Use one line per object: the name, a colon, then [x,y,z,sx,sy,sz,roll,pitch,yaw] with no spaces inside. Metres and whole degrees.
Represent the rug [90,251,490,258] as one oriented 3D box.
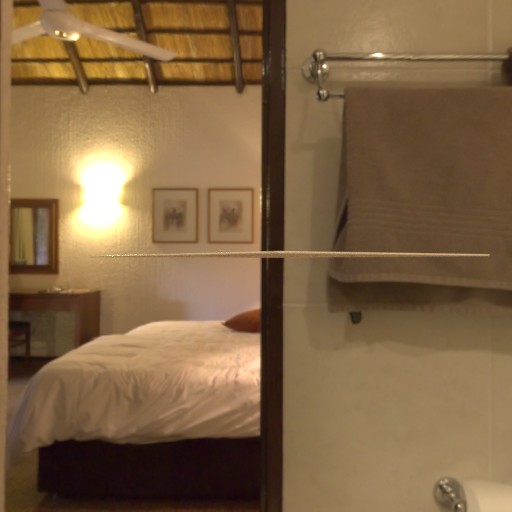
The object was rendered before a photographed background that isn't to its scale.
rug: [0.000,0.000,1.092,0.556,0.004,0.868,0,-1,-36]
